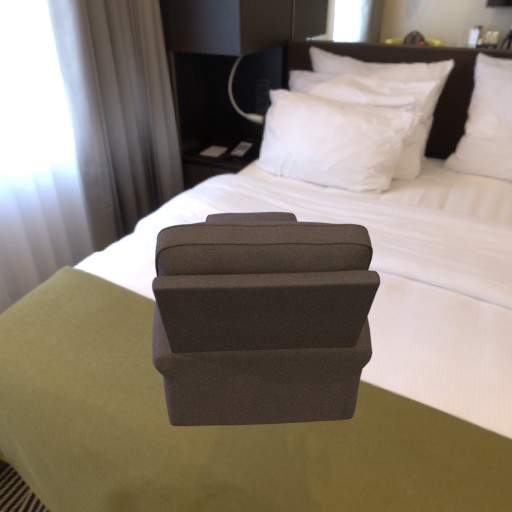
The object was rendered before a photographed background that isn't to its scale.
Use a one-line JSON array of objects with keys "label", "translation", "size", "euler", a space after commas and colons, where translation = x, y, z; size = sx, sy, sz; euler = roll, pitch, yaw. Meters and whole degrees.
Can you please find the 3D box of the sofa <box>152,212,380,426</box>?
[{"label": "sofa", "translation": [0.000, 0.000, 2.103], "size": [0.880, 0.959, 1.478], "euler": [-1, 31, -2]}]
